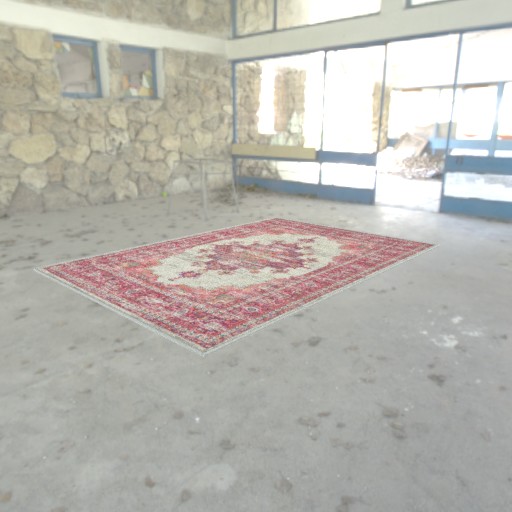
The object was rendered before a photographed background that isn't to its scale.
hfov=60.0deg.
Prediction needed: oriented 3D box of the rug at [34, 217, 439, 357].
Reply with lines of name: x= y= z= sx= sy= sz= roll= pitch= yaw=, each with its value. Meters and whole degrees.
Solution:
rug: x=0.000 y=0.000 z=2.285 sx=1.217 sy=0.011 sz=1.747 roll=14 pitch=21 yaw=41
